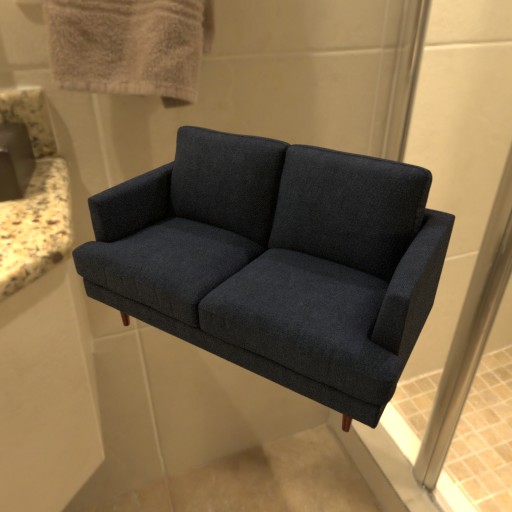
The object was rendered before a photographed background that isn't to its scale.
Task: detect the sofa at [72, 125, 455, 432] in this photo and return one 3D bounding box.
[{"bbox_3d":[0.000,0.000,2.096,1.582,0.944,0.903,18,35,27],"label":"sofa"}]
